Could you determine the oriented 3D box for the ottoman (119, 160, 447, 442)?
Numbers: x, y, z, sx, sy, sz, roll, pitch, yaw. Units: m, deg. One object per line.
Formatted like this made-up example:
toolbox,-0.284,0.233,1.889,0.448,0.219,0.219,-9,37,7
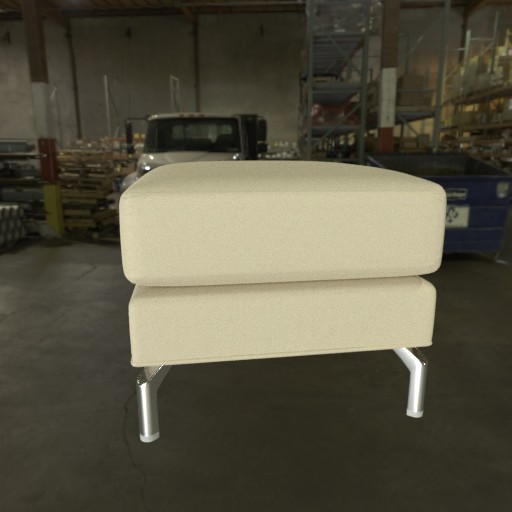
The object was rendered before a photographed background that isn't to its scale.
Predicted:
ottoman,0.000,0.000,1.182,0.581,0.497,0.835,-2,14,-9
